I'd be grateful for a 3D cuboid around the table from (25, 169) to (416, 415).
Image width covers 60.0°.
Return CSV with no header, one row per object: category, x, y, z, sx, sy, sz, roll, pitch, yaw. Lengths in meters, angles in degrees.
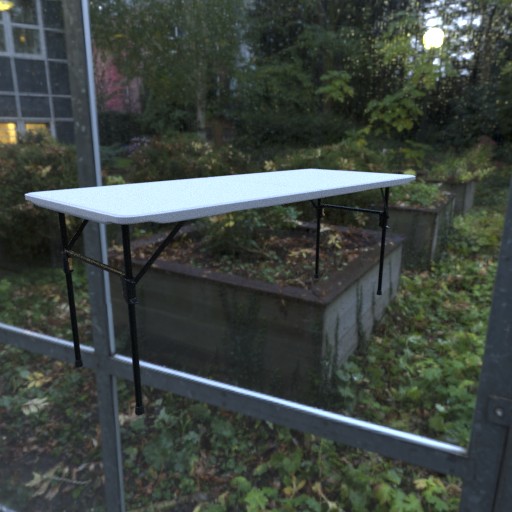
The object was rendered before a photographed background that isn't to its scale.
table,0.000,0.000,2.187,0.761,0.719,1.829,14,21,42
